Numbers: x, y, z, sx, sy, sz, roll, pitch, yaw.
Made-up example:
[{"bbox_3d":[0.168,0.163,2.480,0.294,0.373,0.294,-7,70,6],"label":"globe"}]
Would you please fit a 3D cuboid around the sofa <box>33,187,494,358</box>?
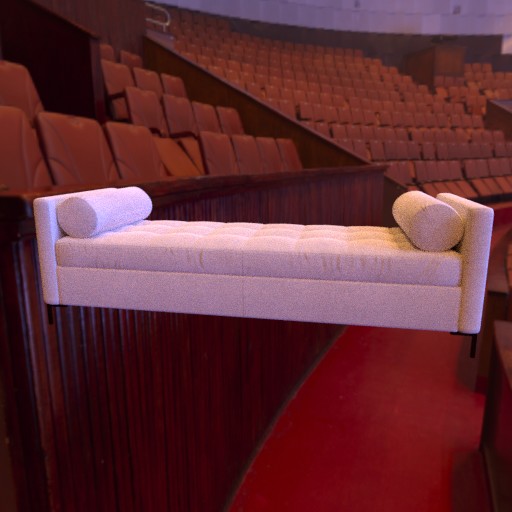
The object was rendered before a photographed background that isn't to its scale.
[{"bbox_3d":[0.000,0.000,2.254,1.981,0.635,0.686,2,13,11],"label":"sofa"}]
